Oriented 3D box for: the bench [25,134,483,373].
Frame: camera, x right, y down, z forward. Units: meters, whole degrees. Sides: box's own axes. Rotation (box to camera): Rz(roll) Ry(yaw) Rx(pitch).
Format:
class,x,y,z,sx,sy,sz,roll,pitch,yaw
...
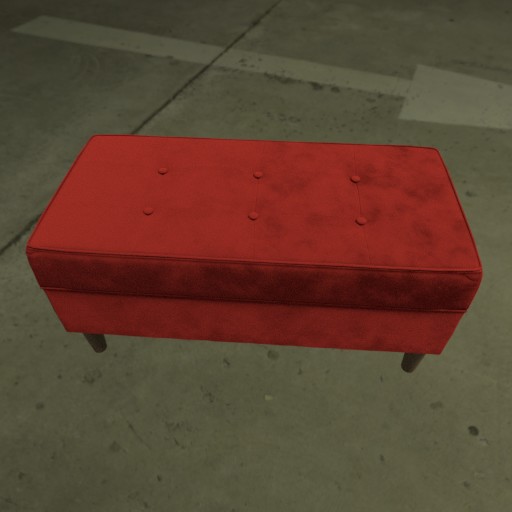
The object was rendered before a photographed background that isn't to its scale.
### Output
class,x,y,z,sx,sy,sz,roll,pitch,yaw
bench,0.000,0.000,1.269,1.016,0.471,0.492,3,47,3
